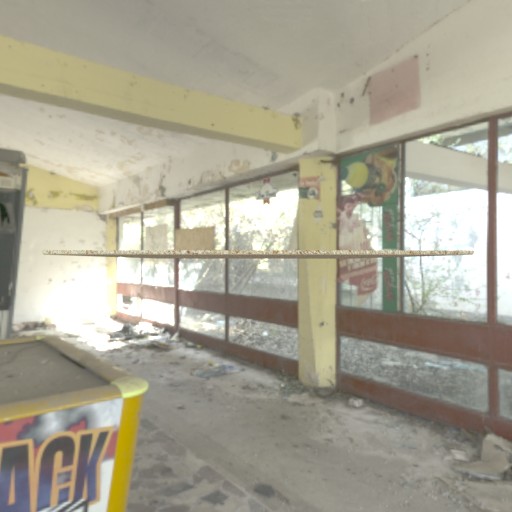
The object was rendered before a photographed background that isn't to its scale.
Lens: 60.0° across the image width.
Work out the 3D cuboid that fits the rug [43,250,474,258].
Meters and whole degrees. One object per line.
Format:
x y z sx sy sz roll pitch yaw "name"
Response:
0.000 0.000 3.961 2.400 0.025 3.000 0 -1 -1 "rug"
